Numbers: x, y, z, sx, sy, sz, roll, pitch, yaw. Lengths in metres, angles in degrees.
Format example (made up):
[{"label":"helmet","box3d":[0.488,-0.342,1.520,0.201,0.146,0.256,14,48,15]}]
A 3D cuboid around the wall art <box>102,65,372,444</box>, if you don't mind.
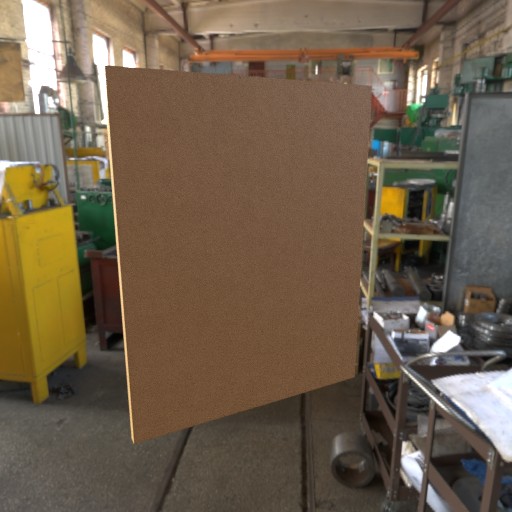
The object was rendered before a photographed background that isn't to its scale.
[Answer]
[{"label":"wall art","box3d":[0.000,0.000,1.329,0.798,1.002,0.030,-7,16,-27]}]
